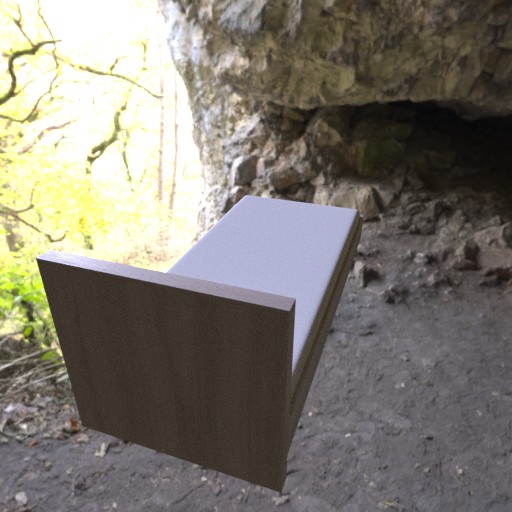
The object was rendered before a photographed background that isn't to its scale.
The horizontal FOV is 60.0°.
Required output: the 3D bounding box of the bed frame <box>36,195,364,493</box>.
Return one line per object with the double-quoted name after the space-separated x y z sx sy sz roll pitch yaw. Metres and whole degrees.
0.000 0.000 2.621 0.990 0.920 2.140 10 31 17 "bed frame"
